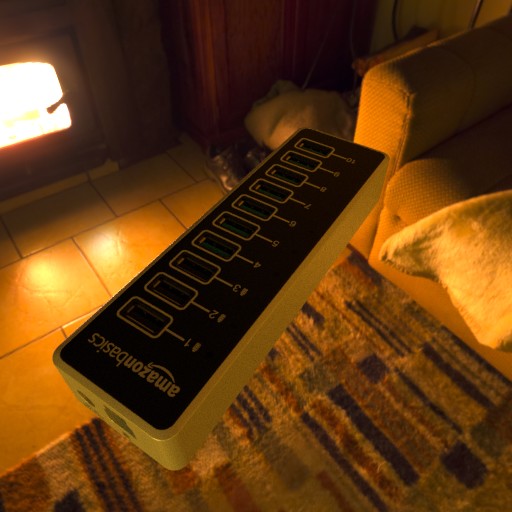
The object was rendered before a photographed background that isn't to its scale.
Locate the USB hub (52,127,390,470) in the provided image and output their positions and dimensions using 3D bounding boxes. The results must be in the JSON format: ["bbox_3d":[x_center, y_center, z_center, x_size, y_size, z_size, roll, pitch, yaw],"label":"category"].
[{"bbox_3d":[0.000,0.000,0.163,0.044,0.023,0.145,26,52,22],"label":"USB hub"}]
